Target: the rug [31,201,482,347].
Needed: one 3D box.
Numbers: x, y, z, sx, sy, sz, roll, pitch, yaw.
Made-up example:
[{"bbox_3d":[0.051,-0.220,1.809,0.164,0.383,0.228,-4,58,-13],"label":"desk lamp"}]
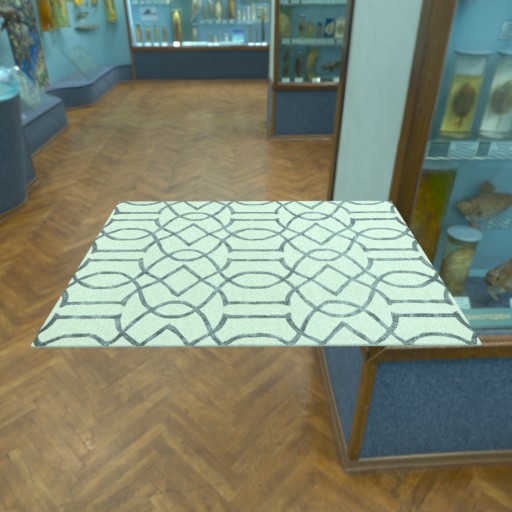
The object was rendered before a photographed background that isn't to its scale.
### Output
[{"bbox_3d":[0.000,0.000,3.788,2.910,0.021,2.211,0,32,0],"label":"rug"}]
